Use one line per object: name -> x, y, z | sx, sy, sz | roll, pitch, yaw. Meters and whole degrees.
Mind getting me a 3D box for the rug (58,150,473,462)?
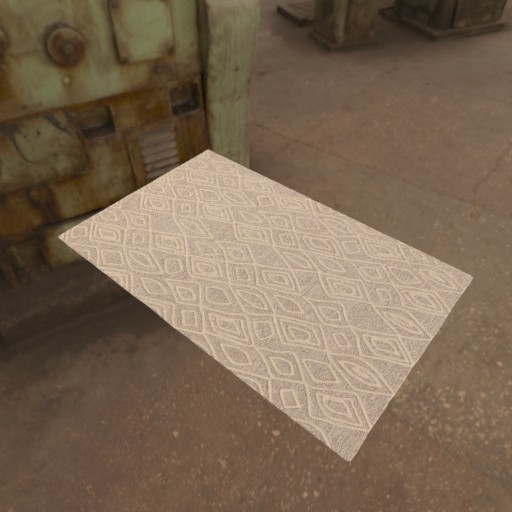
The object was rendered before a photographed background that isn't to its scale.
rug -> 0.000, 0.000, 3.044 | 2.442, 0.010, 1.546 | 31, 52, 27
